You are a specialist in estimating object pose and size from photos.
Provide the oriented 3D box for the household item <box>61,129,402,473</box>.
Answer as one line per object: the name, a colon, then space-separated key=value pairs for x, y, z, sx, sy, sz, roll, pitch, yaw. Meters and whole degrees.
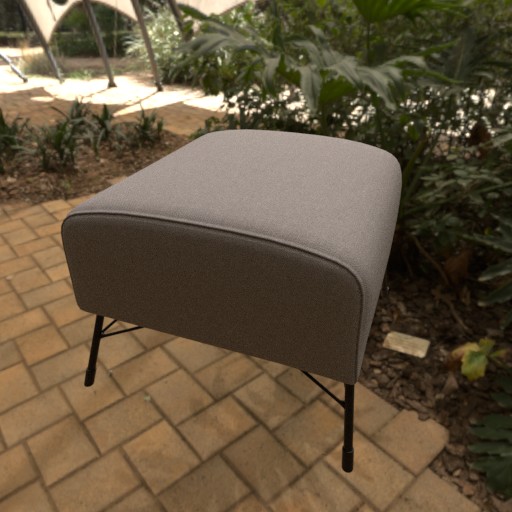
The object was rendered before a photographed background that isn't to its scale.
household item: x=0.000 y=0.000 z=0.901 sx=0.530 sy=0.410 sz=0.530 roll=11 pitch=32 yaw=18
